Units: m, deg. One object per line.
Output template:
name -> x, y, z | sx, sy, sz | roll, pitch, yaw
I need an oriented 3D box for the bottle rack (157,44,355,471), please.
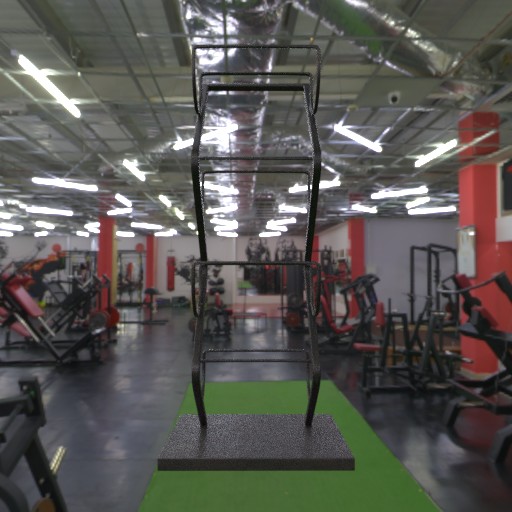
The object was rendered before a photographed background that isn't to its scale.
bottle rack -> 0.000, 0.000, 0.668 | 0.254, 0.559, 0.178 | 0, -2, 0
